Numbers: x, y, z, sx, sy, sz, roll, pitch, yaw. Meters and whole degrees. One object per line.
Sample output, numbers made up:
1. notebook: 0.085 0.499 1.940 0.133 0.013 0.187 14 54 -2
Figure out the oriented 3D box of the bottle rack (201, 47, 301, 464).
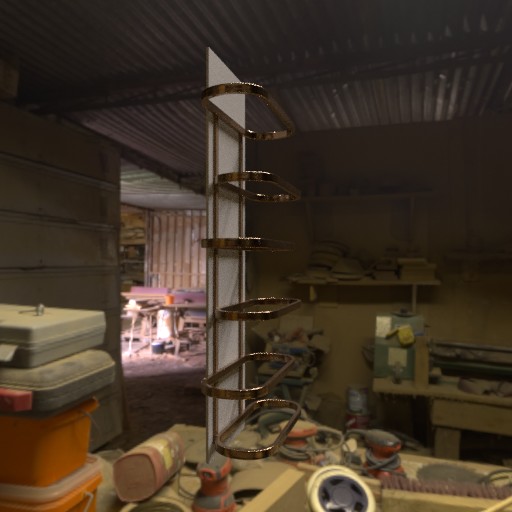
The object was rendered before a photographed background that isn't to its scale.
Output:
1. bottle rack: 0.000 0.000 0.819 0.118 0.709 0.332 0 -1 18
